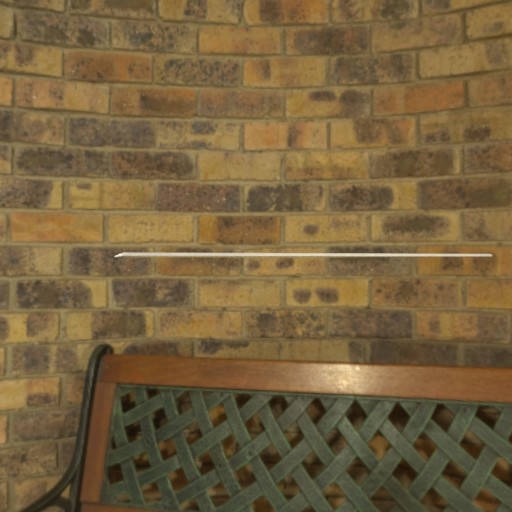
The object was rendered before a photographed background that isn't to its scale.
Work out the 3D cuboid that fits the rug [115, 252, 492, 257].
[{"bbox_3d":[0.000,0.000,4.043,2.430,0.018,2.976,0,0,-18],"label":"rug"}]
